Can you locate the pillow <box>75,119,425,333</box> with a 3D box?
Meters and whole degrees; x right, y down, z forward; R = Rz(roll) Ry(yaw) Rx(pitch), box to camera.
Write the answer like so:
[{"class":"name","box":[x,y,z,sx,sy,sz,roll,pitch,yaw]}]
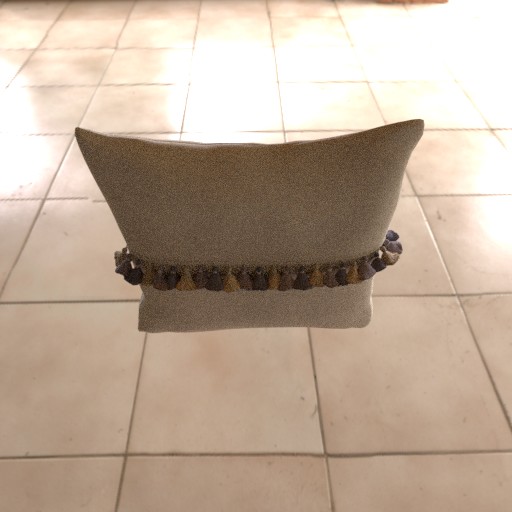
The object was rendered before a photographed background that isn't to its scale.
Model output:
[{"class":"pillow","box":[0.000,0.000,0.749,0.489,0.481,0.165,-2,47,-2]}]
